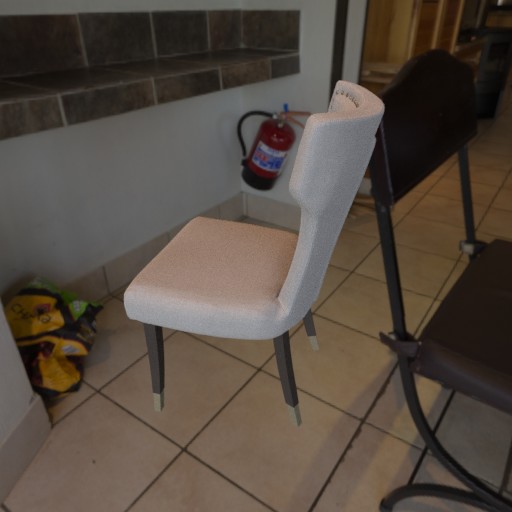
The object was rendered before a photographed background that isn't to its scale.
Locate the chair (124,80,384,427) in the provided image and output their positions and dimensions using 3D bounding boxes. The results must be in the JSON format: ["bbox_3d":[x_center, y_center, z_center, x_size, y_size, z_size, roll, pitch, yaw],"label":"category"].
[{"bbox_3d":[0.000,0.000,1.342,0.630,0.950,0.526,8,31,14],"label":"chair"}]
